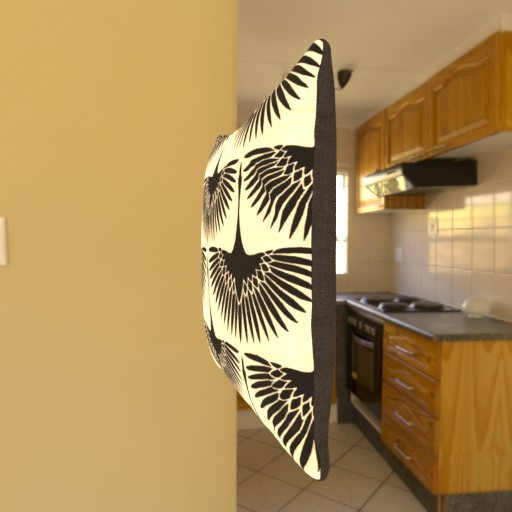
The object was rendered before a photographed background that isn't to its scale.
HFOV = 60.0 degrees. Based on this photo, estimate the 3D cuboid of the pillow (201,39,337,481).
[{"bbox_3d":[0.000,0.000,0.635,0.139,0.432,0.432,-1,2,-18],"label":"pillow"}]
